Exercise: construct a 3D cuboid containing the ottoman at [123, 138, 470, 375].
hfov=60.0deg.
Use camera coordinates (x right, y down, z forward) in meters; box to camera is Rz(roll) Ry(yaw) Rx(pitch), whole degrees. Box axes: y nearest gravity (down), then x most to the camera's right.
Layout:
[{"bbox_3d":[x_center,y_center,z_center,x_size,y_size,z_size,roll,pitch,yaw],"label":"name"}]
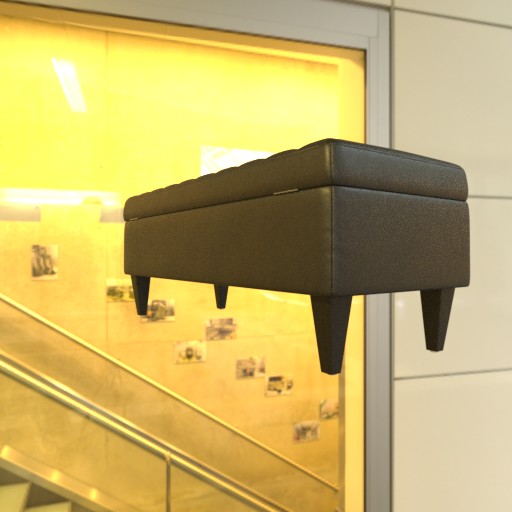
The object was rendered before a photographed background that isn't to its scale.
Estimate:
[{"bbox_3d":[0.000,0.000,1.406,0.482,0.469,1.151,0,0,-35],"label":"ottoman"}]
